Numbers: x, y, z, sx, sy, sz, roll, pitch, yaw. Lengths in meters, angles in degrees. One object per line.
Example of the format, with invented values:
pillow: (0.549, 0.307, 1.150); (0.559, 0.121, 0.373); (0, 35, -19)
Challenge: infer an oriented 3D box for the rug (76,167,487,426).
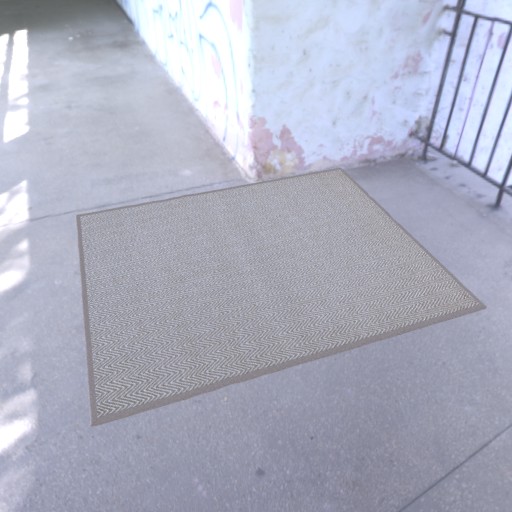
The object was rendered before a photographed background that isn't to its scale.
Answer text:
rug: (0.000, 0.000, 3.982); (3.007, 0.032, 2.434); (-13, 41, -15)
